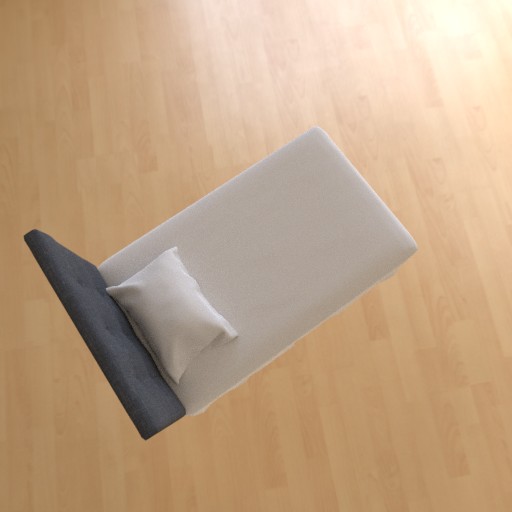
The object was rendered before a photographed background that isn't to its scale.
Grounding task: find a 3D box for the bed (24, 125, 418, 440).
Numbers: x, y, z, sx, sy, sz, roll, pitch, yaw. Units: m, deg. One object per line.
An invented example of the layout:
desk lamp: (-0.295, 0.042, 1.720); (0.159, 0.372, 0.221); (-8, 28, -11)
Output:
bed: (0.000, 0.000, 2.909); (1.997, 1.571, 1.261); (-34, 78, -8)
